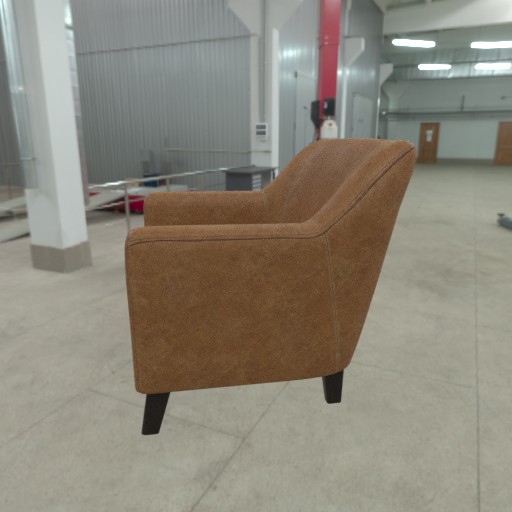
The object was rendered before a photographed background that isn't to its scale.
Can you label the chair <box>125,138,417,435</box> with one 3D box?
[{"bbox_3d":[0.000,0.000,1.908,1.034,0.980,1.037,-3,15,-10],"label":"chair"}]
